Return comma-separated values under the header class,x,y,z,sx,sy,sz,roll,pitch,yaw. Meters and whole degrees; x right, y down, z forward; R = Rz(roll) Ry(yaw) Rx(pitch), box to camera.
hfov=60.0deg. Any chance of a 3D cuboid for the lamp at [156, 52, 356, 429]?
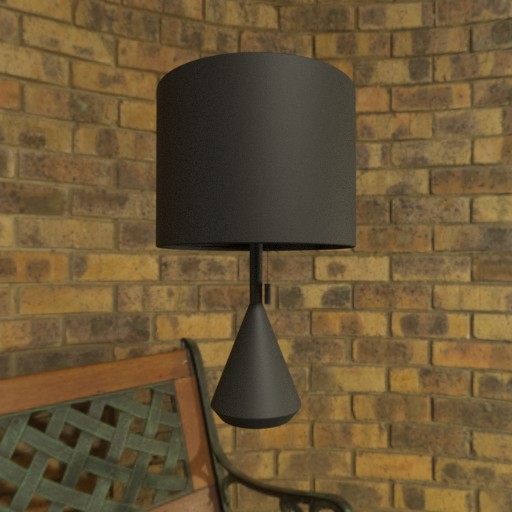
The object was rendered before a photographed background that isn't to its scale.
class,x,y,z,sx,sy,sz,roll,pitch,yaw
lamp,0.000,0.000,0.813,0.359,0.584,0.359,0,-1,18
